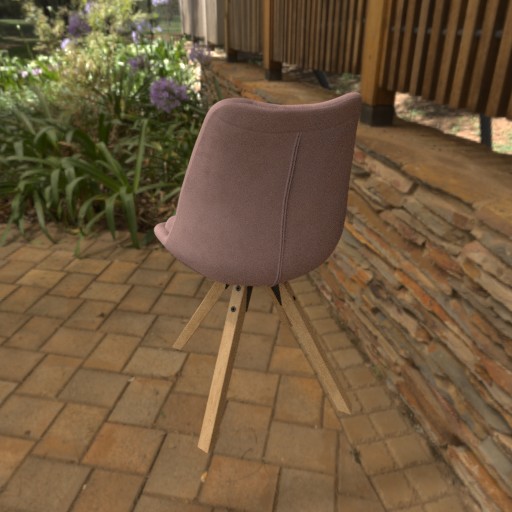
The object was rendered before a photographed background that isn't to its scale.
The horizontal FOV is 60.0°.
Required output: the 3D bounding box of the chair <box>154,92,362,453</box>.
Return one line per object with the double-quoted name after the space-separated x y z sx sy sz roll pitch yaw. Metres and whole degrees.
0.000 0.000 1.152 0.485 0.850 0.550 -9 28 -16 "chair"
